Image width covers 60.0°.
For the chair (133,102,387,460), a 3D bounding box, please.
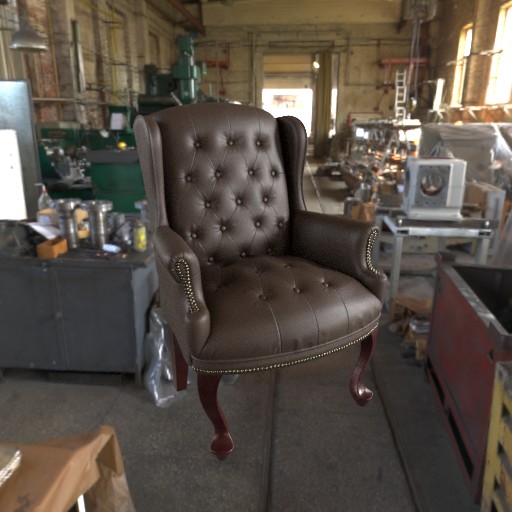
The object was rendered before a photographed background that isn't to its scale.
[{"bbox_3d":[0.000,0.000,1.690,0.829,1.132,0.819,-9,19,-27],"label":"chair"}]
